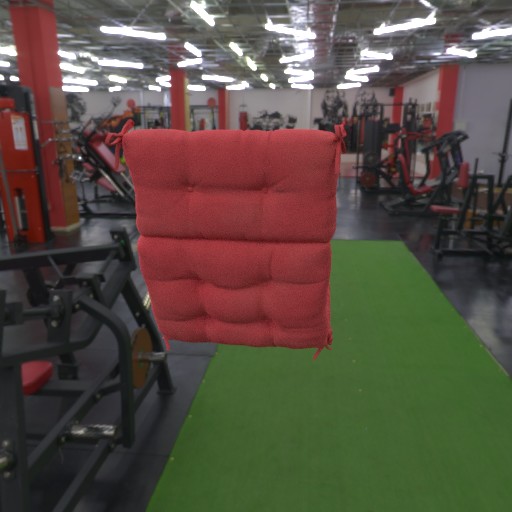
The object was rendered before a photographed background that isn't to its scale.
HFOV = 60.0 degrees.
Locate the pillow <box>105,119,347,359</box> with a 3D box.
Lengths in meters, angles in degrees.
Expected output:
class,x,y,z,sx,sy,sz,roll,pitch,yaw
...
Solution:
class,x,y,z,sx,sy,sz,roll,pitch,yaw
pillow,0.000,0.000,1.490,0.526,0.863,1.016,3,16,9
